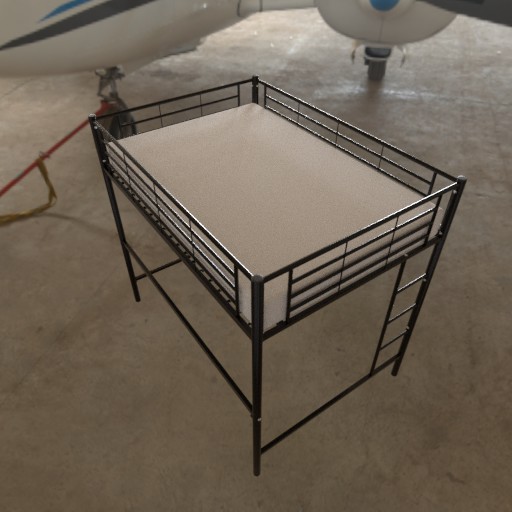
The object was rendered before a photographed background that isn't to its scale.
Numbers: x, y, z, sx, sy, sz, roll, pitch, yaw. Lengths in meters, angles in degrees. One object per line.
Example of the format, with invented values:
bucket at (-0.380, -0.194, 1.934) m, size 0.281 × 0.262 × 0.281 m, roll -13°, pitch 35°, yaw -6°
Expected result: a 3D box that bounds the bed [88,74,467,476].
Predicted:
bed at (0.000, 0.000, 3.270) m, size 1.397 × 1.803 × 1.994 m, roll -25°, pitch 47°, yaw -26°
